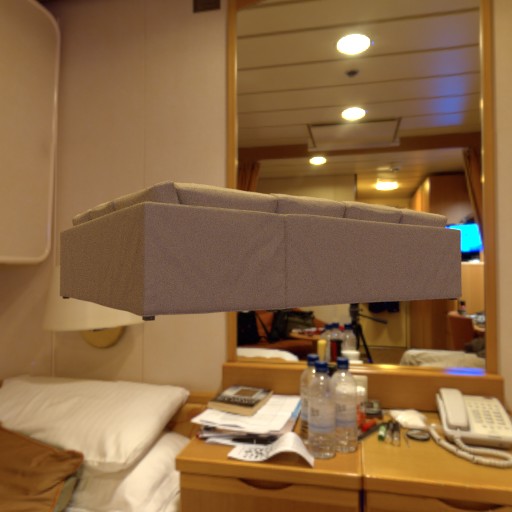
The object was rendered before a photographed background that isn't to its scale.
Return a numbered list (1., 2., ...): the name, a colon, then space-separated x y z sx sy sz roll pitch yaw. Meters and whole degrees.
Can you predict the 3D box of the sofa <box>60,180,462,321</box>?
1. sofa: 0.000 0.000 4.390 3.182 0.871 2.432 1 -2 -34
